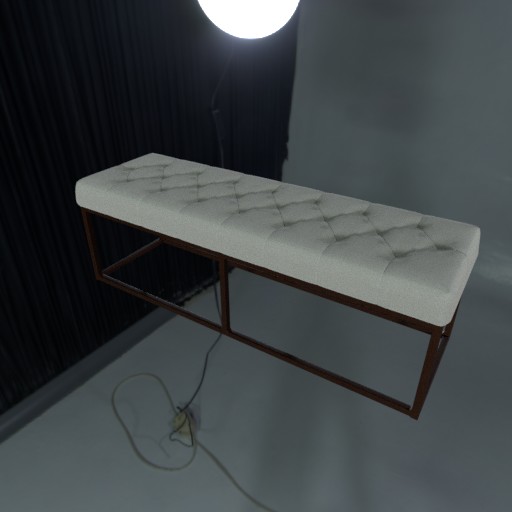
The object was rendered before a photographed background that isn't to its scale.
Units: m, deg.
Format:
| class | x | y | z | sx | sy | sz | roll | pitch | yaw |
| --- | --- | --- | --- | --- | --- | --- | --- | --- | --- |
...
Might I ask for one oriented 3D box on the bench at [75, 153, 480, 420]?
| class | x | y | z | sx | sy | sz | roll | pitch | yaw |
| --- | --- | --- | --- | --- | --- | --- | --- | --- | --- |
| bench | 0.000 | 0.000 | 1.739 | 1.488 | 0.488 | 0.479 | 18 | 35 | 28 |
